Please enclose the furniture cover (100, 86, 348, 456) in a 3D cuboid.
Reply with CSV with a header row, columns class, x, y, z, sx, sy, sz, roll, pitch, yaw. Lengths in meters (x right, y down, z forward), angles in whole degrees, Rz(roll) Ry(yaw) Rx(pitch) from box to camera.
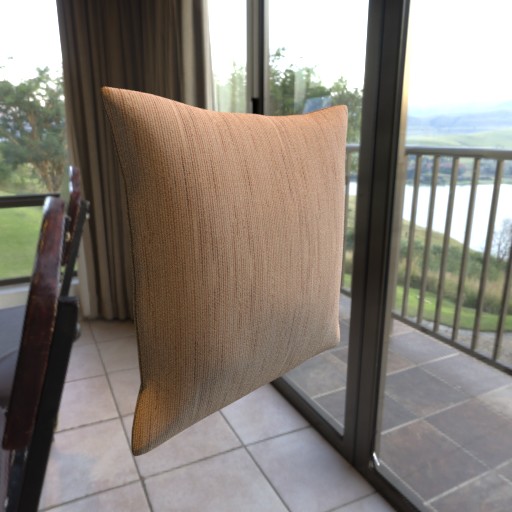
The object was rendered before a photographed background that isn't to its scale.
class,x,y,z,sx,sy,sz,roll,pitch,yaw
furniture cover,0.000,0.000,0.750,0.178,0.506,0.512,15,22,43
